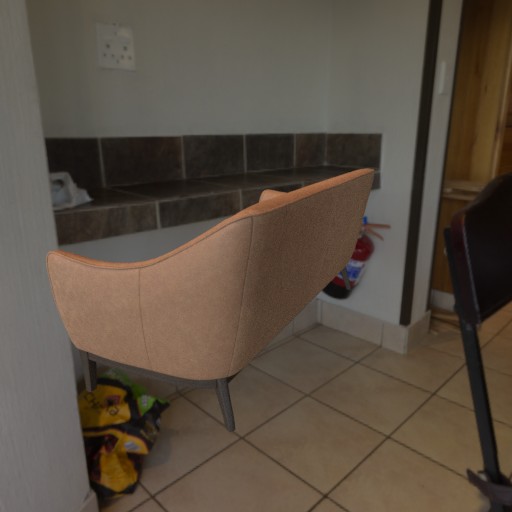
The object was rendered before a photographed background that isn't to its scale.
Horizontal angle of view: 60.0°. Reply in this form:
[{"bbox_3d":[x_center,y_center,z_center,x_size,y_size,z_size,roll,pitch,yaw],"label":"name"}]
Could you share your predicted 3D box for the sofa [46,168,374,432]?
[{"bbox_3d":[0.000,0.000,2.358,0.869,0.830,1.928,8,18,25],"label":"sofa"}]
